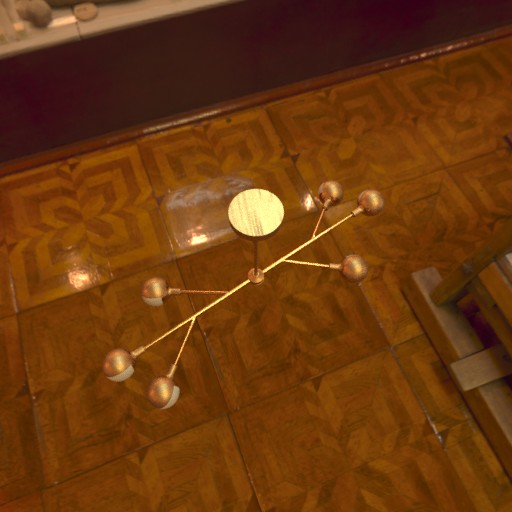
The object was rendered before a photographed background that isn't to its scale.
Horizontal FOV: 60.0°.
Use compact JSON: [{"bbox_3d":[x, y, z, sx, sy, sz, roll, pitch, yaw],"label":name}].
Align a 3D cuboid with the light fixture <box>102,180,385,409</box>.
[{"bbox_3d":[0.000,0.000,0.967,0.778,0.362,0.434,-17,65,-8],"label":"light fixture"}]
